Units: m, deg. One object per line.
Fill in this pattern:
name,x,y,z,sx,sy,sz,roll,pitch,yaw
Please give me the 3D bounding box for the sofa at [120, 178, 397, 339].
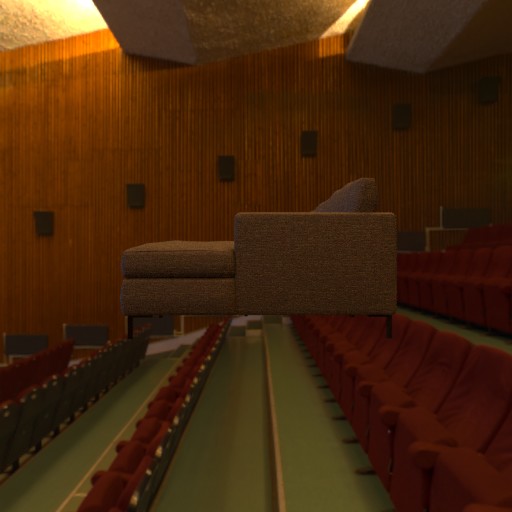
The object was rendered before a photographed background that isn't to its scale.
sofa,0.000,0.000,3.923,1.483,0.892,3.221,0,0,0
